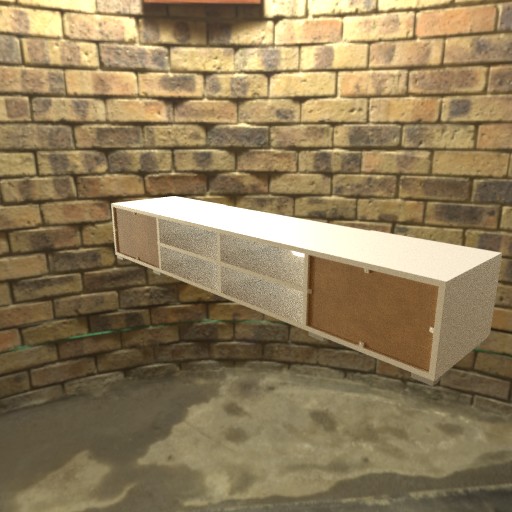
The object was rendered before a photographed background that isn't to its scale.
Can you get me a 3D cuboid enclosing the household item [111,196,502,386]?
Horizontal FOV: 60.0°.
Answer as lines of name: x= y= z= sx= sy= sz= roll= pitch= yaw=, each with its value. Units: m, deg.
household item: x=0.000 y=0.000 z=1.967 sx=0.420 sy=0.310 sz=1.850 roll=-14 pitch=21 yaw=-42
